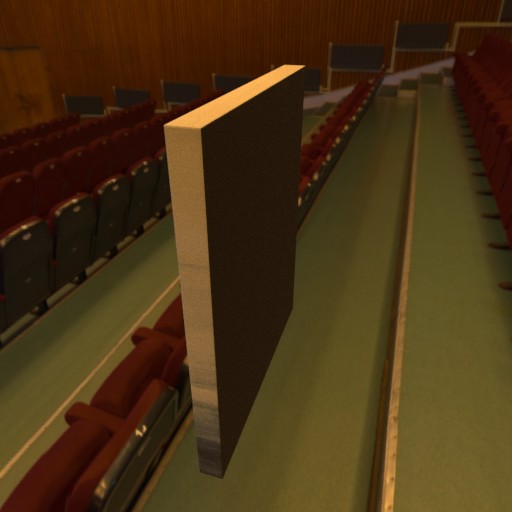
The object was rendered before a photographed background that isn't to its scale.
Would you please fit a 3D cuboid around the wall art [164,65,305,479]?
[{"bbox_3d":[0.000,0.000,0.706,0.037,0.511,0.435,9,32,15],"label":"wall art"}]
